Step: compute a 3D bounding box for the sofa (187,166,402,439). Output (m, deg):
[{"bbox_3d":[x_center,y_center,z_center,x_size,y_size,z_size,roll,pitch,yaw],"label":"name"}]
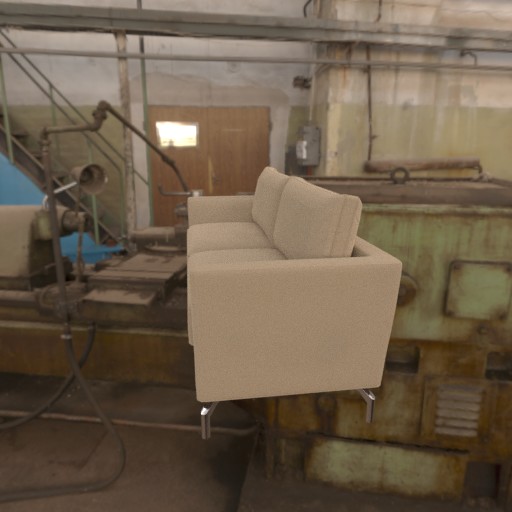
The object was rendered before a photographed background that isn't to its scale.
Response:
[{"bbox_3d":[0.000,0.000,2.811,0.868,1.005,2.214,-2,15,-8],"label":"sofa"}]
